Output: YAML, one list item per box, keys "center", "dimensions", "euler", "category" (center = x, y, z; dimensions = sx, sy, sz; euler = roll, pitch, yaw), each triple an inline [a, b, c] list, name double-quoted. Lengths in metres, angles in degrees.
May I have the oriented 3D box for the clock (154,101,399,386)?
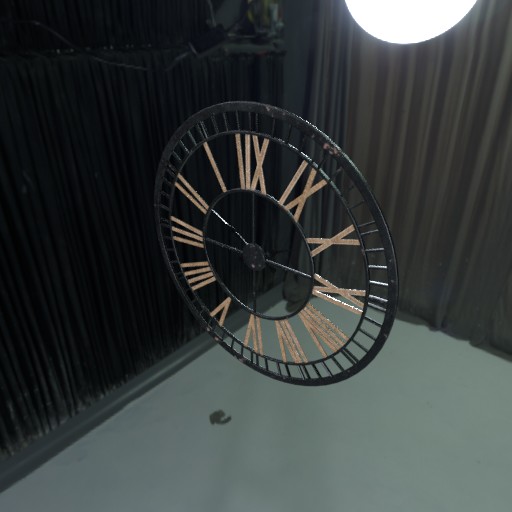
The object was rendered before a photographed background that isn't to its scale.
- center: [0.000, 0.000, 1.266]
  dimensions: [0.843, 0.843, 0.025]
  euler: [21, 35, 33]
  category: "clock"
